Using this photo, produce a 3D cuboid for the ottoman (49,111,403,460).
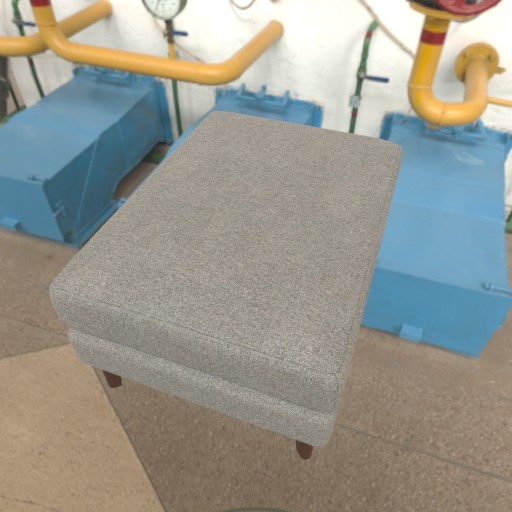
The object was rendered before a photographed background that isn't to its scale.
[{"bbox_3d":[0.000,0.000,1.191,0.611,0.441,0.821,15,47,14],"label":"ottoman"}]
